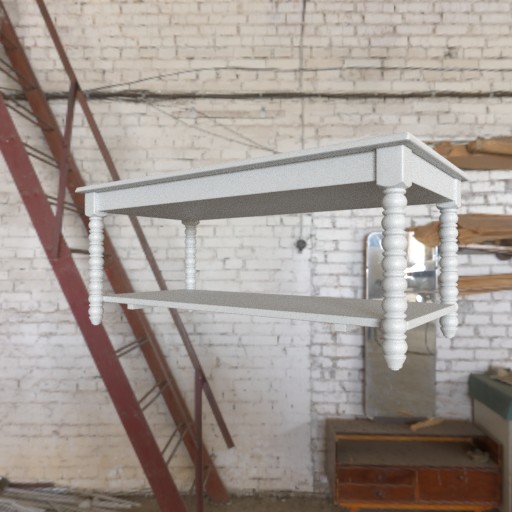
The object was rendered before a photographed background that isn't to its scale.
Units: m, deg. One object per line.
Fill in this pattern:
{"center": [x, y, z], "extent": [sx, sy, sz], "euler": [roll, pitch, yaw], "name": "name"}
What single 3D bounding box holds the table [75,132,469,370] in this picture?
{"center": [0.000, 0.000, 1.447], "extent": [1.171, 0.487, 0.580], "euler": [0, -1, 36], "name": "table"}
